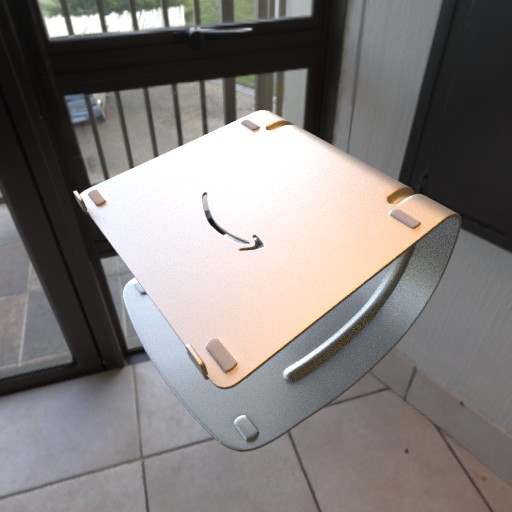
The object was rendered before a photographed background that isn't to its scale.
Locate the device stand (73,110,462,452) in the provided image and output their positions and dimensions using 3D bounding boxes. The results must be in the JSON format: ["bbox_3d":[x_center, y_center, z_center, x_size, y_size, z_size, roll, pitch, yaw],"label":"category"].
[{"bbox_3d":[0.000,0.000,0.408,0.236,0.155,0.256,-25,46,-26],"label":"device stand"}]
